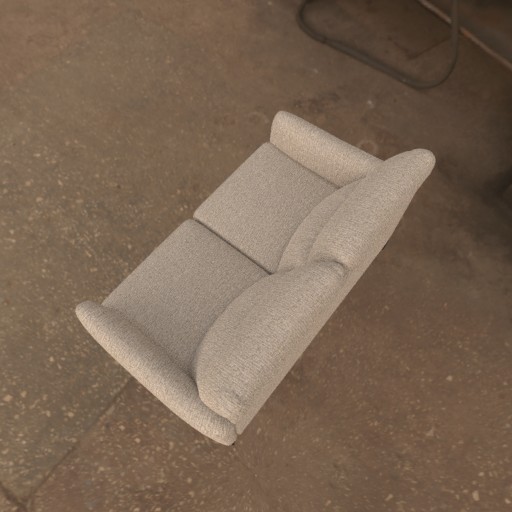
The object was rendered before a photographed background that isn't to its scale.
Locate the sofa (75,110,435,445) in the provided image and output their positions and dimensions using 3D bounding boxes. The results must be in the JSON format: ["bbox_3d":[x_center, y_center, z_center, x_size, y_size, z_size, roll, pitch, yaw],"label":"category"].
[{"bbox_3d":[0.000,0.000,2.134,0.905,0.950,1.540,36,69,16],"label":"sofa"}]
